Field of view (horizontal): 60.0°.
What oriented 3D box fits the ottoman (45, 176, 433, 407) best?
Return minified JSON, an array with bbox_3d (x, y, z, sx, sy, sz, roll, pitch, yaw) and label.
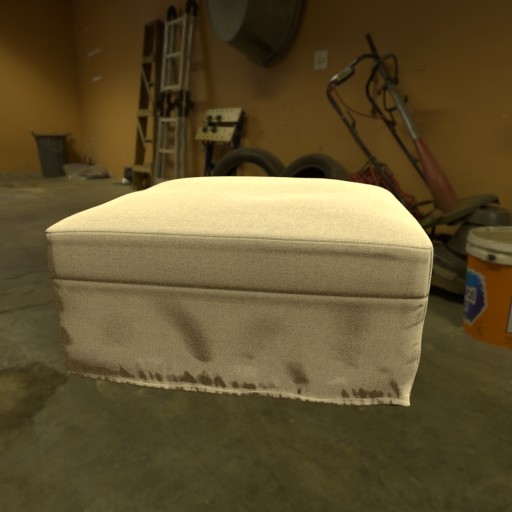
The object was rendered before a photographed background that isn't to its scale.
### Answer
[{"bbox_3d":[0.000,0.000,1.332,0.840,0.436,0.843,3,17,9],"label":"ottoman"}]
